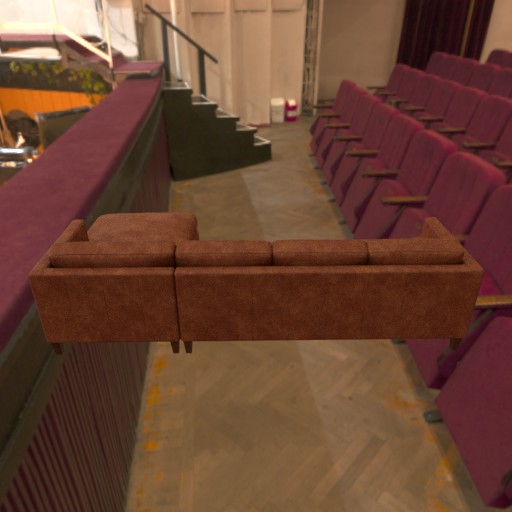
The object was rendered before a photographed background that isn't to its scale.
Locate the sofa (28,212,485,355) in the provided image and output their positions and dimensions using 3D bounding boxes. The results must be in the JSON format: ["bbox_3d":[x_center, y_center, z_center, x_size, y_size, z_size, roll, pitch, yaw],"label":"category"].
[{"bbox_3d":[0.000,0.000,3.916,3.203,0.883,1.581,0,29,-1],"label":"sofa"}]
